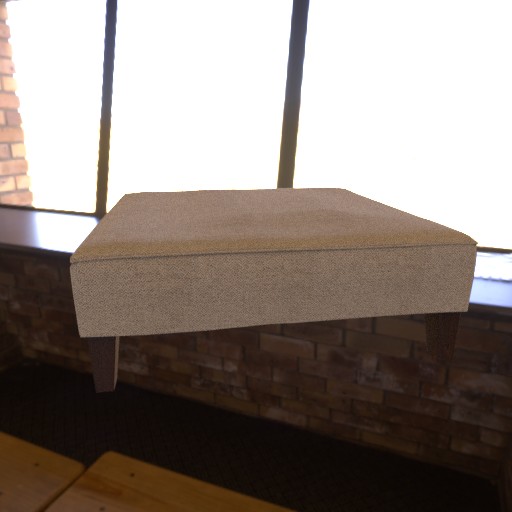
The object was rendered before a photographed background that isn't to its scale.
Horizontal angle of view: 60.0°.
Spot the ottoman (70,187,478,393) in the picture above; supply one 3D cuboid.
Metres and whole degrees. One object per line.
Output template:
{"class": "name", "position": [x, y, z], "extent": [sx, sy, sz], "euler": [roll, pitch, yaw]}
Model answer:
{"class": "ottoman", "position": [0.000, 0.000, 1.517], "extent": [0.982, 0.381, 0.973], "euler": [-3, 16, -9]}
